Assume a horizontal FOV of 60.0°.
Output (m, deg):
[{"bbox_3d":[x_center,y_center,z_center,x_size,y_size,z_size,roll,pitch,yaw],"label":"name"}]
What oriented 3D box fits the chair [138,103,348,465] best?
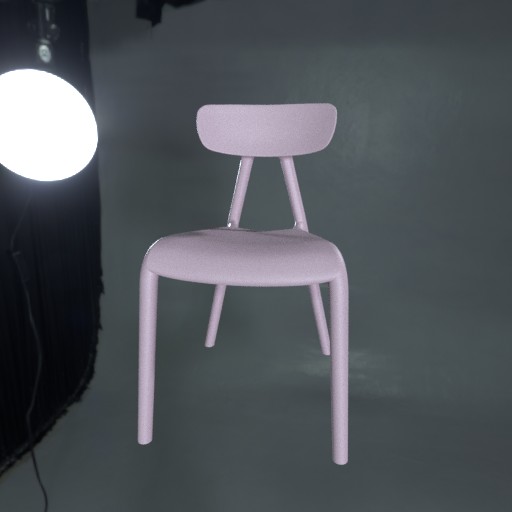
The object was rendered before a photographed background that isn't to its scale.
[{"bbox_3d":[0.000,0.000,0.852,0.356,0.580,0.401,2,15,8],"label":"chair"}]
